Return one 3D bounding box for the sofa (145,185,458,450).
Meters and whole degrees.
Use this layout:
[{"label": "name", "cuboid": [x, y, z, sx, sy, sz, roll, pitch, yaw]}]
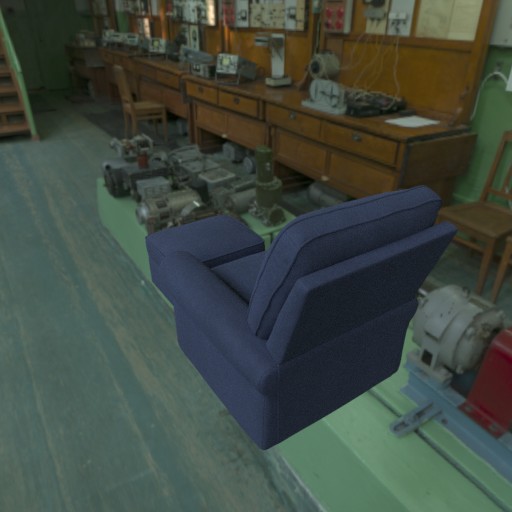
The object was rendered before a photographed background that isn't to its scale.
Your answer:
[{"label": "sofa", "cuboid": [0.000, 0.000, 2.046, 0.880, 0.959, 1.478, -18, 34, -29]}]
